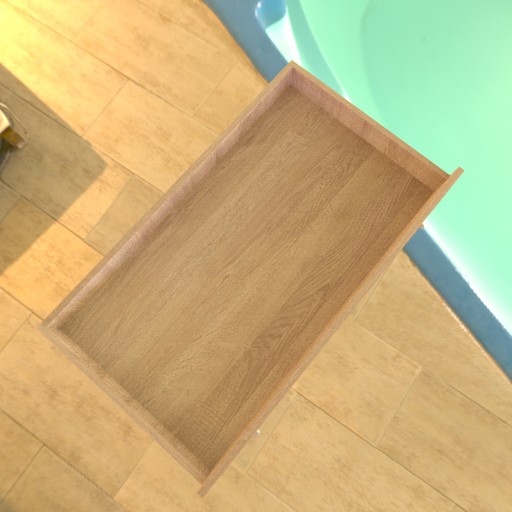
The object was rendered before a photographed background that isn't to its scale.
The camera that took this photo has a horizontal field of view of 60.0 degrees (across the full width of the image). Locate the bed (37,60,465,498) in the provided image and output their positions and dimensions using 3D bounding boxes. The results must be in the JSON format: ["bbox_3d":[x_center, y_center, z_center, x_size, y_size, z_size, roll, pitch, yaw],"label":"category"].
[{"bbox_3d":[0.000,0.000,1.402,0.685,0.209,1.200,40,80,8],"label":"bed"}]
